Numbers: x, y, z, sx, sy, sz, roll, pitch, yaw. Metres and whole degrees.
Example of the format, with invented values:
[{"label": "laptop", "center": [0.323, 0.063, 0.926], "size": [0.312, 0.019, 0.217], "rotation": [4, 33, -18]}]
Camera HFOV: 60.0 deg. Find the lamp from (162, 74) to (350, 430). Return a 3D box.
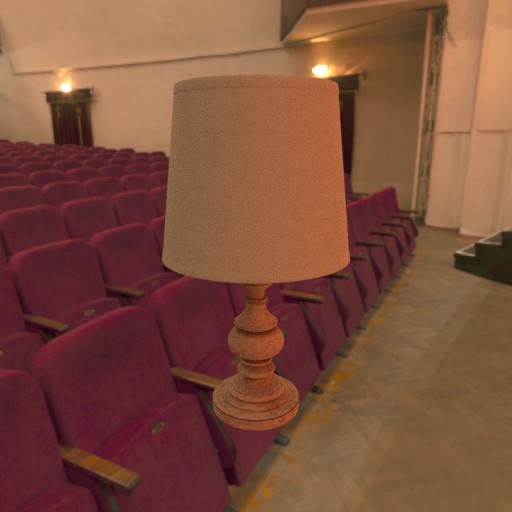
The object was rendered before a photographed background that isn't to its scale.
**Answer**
[{"label": "lamp", "center": [0.000, 0.000, 0.657], "size": [0.273, 0.497, 0.273], "rotation": [0, 15, 0]}]
